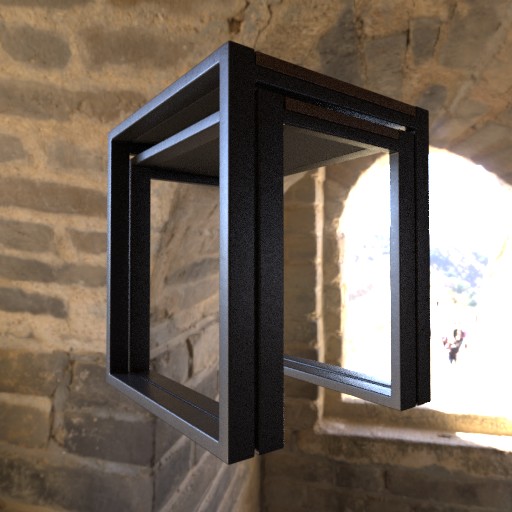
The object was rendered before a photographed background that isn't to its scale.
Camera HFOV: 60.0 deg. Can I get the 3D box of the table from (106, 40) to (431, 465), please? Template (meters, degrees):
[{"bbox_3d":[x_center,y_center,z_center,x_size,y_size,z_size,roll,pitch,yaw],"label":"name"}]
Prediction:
[{"bbox_3d":[0.000,0.000,0.903,0.449,0.550,0.500,1,-2,-36],"label":"table"}]
